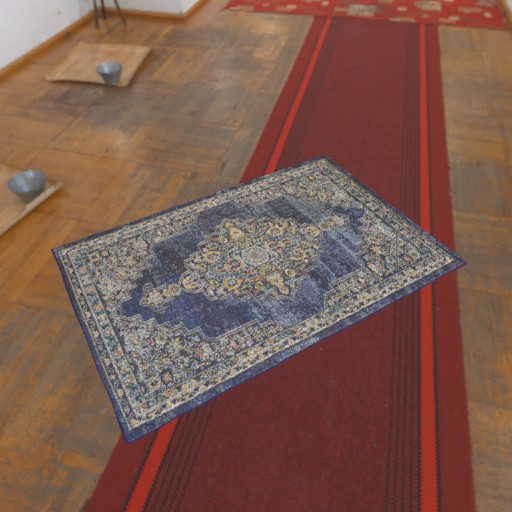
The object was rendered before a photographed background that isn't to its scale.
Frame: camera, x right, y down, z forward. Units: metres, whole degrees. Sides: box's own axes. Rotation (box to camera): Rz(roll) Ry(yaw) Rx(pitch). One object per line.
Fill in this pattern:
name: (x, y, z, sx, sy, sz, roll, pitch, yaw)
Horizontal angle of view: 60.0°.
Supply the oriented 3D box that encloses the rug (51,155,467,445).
rug: (0.000, 0.000, 2.261, 1.781, 0.012, 1.184, -23, 49, -21)
